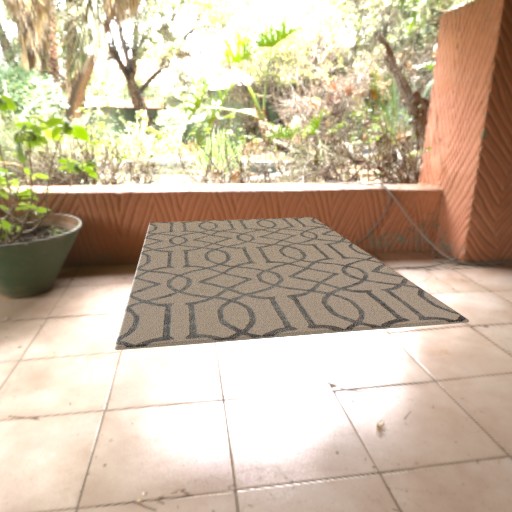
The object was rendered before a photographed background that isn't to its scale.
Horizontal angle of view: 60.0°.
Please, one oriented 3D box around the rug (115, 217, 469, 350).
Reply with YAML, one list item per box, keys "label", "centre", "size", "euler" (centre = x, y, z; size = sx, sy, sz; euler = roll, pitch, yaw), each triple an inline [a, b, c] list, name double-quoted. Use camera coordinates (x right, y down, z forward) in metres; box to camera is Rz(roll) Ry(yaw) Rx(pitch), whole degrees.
- label: "rug"
  centre: [0.000, 0.000, 2.957]
  size: [1.521, 0.017, 2.365]
  euler: [-3, 17, -9]
